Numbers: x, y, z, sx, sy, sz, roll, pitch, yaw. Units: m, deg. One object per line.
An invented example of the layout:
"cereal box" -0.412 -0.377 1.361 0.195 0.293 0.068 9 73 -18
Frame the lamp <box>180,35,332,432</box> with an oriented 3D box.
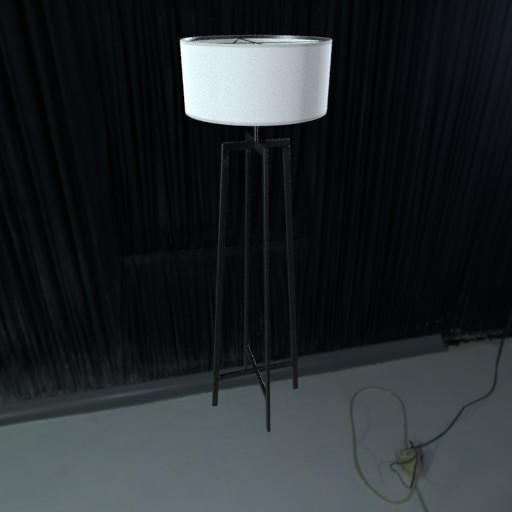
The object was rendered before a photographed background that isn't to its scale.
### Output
"lamp" 0.000 0.000 1.716 0.456 1.510 0.457 -8 30 -14
